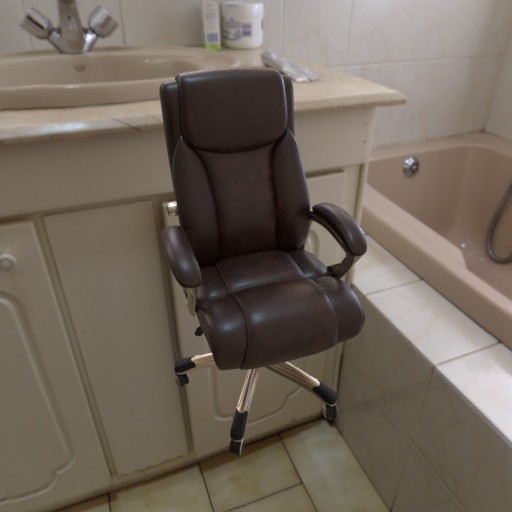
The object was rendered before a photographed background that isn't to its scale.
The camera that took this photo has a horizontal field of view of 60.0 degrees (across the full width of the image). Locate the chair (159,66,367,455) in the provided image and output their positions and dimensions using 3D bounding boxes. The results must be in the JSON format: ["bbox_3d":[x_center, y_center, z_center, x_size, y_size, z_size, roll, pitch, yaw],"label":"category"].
[{"bbox_3d":[0.000,0.000,1.624,0.692,1.194,0.749,-10,33,-16],"label":"chair"}]
